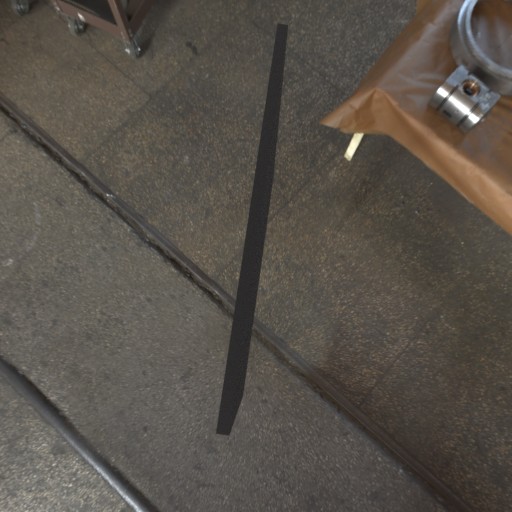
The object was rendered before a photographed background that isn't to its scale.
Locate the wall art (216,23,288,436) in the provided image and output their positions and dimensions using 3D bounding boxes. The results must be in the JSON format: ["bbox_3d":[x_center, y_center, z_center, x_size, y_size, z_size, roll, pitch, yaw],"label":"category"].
[{"bbox_3d":[0.000,0.000,0.691,0.013,0.458,0.456,8,77,2],"label":"wall art"}]
